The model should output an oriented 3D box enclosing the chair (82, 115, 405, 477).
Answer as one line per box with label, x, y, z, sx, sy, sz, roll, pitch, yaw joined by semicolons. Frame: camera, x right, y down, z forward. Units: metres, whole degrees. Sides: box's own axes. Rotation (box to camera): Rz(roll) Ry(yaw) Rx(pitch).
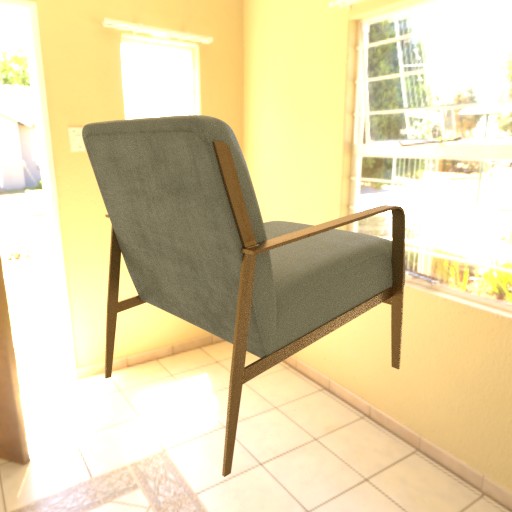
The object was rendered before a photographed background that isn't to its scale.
chair;0.000;0.000;1.437;0.842;0.824;0.701;-13;19;-42
